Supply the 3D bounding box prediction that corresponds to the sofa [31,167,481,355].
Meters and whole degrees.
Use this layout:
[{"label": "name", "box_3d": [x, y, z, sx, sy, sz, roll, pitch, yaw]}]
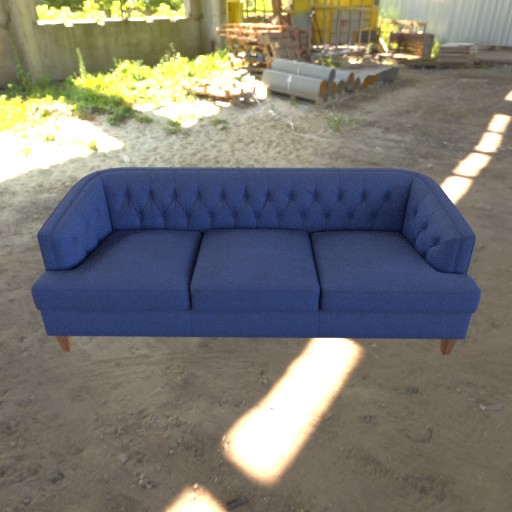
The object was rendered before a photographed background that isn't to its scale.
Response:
[{"label": "sofa", "box_3d": [0.000, 0.000, 2.587, 2.235, 0.787, 0.914, 0, 29, 1]}]
